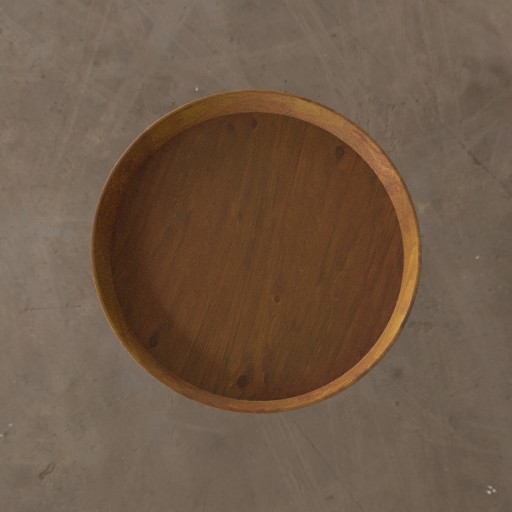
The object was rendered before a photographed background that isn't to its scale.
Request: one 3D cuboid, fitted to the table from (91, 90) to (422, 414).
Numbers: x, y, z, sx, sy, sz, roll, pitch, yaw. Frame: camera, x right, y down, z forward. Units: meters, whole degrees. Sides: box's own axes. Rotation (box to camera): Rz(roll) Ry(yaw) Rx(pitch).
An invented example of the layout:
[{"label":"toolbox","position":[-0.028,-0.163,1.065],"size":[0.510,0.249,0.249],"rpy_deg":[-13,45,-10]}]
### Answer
[{"label":"table","position":[0.000,0.000,1.563],"size":[1.016,0.470,1.016],"rpy_deg":[0,75,0]}]
